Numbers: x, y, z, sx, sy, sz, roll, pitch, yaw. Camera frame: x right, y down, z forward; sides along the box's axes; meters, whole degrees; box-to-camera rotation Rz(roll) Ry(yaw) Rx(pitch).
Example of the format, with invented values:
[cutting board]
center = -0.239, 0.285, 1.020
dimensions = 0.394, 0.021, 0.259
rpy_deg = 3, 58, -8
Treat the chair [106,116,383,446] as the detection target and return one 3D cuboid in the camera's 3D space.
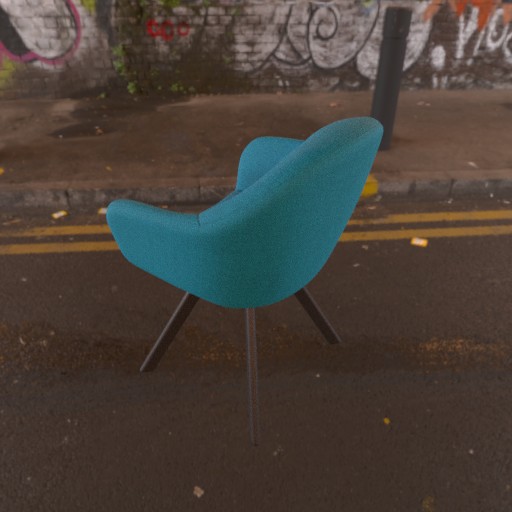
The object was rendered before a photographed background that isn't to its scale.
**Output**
[chair]
center = 0.000, 0.000, 1.201
dimensions = 0.550, 0.795, 0.590
rpy_deg = 21, 38, 30
